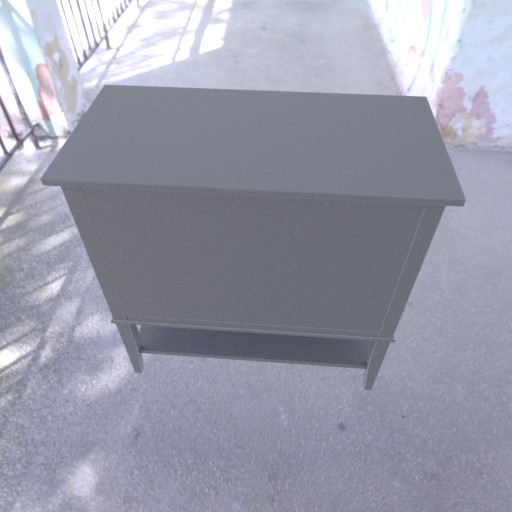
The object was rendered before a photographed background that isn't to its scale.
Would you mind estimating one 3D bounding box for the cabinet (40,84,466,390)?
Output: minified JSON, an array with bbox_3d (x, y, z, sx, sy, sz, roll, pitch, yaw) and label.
[{"bbox_3d":[0.000,0.000,1.247,0.801,0.780,0.396,3,47,3],"label":"cabinet"}]
